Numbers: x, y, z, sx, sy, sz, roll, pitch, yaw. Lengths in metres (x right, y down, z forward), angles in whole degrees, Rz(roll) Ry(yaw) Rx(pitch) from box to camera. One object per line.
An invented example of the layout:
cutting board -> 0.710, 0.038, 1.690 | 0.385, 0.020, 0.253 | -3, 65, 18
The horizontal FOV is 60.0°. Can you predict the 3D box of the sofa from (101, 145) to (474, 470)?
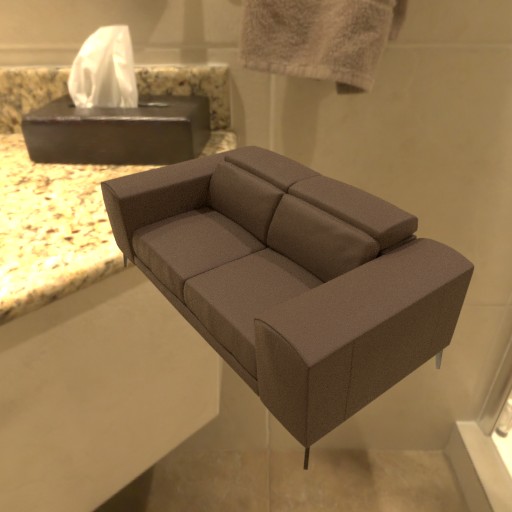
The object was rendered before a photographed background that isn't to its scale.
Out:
sofa -> 0.000, 0.000, 2.423 | 1.003, 0.779, 1.895 | -22, 39, -30
